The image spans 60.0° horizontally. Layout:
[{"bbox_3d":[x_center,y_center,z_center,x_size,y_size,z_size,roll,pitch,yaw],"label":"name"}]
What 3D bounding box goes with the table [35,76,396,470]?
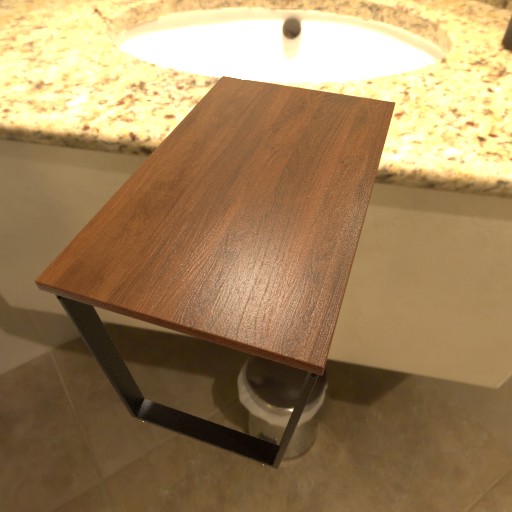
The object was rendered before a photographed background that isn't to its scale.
[{"bbox_3d":[0.000,0.000,1.656,0.714,0.760,1.205,14,48,13],"label":"table"}]
